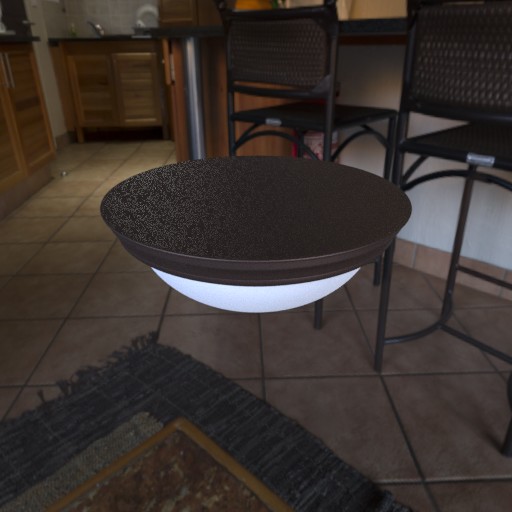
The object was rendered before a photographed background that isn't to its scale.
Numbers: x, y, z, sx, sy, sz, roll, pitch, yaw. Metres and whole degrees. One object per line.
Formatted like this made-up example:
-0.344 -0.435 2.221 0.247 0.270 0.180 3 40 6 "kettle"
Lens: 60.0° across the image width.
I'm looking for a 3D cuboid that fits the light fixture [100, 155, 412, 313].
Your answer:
0.000 0.000 0.447 0.280 0.135 0.280 0 27 0 "light fixture"
